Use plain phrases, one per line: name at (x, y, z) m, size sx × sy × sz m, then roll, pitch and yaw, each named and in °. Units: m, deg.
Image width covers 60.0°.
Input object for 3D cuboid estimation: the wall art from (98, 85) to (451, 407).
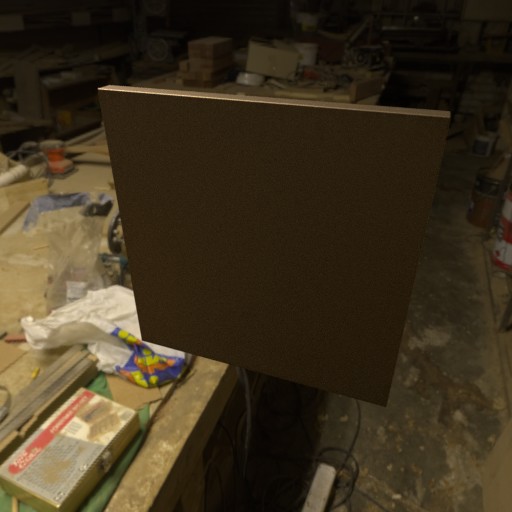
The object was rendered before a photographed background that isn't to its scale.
wall art at (0.000, 0.000, 0.742) m, size 0.503 × 0.506 × 0.030 m, roll 11°, pitch 33°, yaw 17°
